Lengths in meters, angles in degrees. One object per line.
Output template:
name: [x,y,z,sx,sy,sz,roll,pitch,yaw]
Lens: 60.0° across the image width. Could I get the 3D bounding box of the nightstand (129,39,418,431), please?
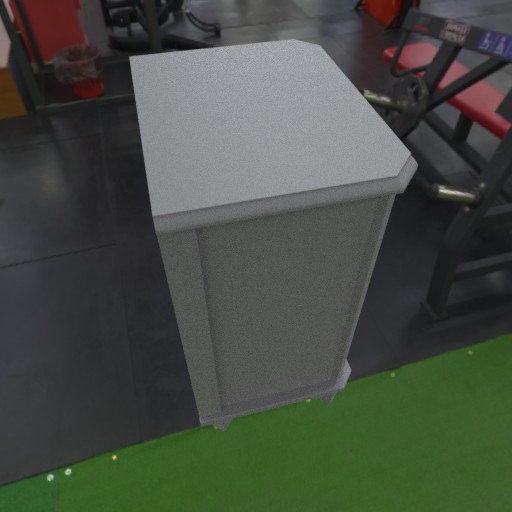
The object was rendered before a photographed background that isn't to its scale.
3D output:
nightstand: [0.000,0.000,0.918,0.350,0.680,0.450,-11,49,-10]
